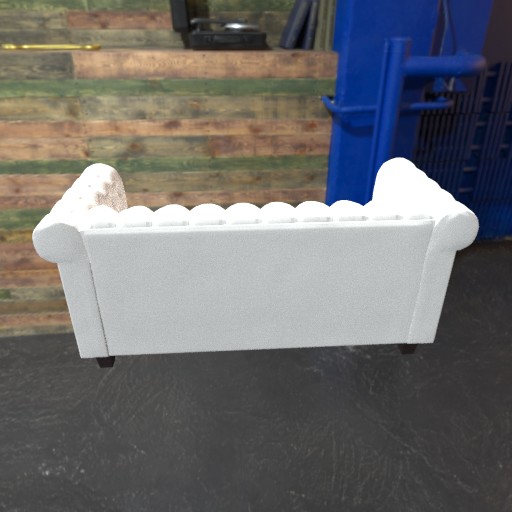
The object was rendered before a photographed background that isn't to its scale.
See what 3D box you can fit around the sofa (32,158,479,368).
[{"bbox_3d":[0.000,0.000,2.251,1.798,0.796,0.771,-2,29,-3],"label":"sofa"}]
